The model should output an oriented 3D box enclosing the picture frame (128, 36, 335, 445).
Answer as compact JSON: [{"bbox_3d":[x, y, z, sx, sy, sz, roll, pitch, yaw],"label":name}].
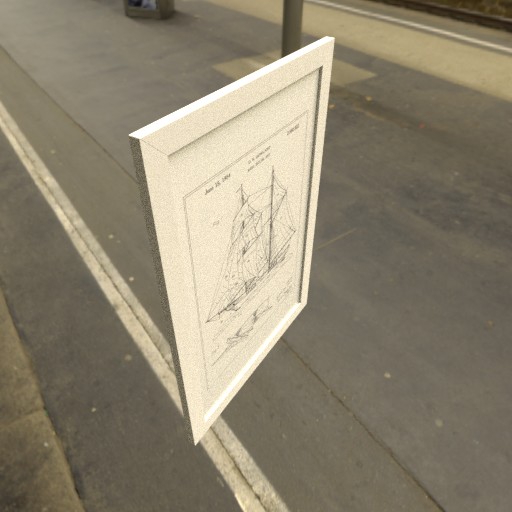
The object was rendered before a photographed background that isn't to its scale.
[{"bbox_3d":[0.000,0.000,0.577,0.011,0.459,0.326,23,45,25],"label":"picture frame"}]
